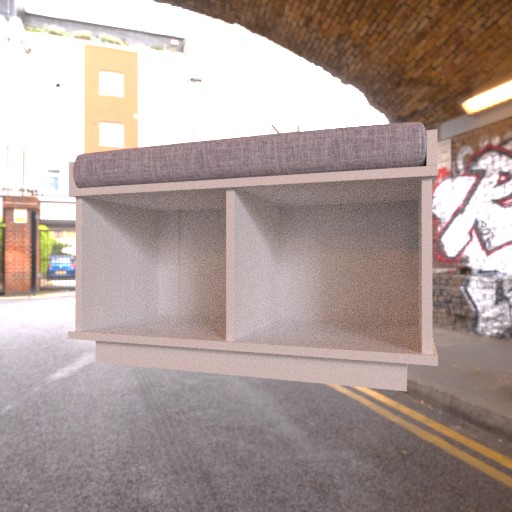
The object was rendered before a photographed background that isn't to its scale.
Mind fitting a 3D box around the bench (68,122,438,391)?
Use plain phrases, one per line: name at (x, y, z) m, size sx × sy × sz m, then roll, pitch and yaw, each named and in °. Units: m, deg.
bench at (0.000, 0.000, 0.991) m, size 0.734 × 0.461 × 0.362 m, roll 0°, pitch 0°, yaw 19°
